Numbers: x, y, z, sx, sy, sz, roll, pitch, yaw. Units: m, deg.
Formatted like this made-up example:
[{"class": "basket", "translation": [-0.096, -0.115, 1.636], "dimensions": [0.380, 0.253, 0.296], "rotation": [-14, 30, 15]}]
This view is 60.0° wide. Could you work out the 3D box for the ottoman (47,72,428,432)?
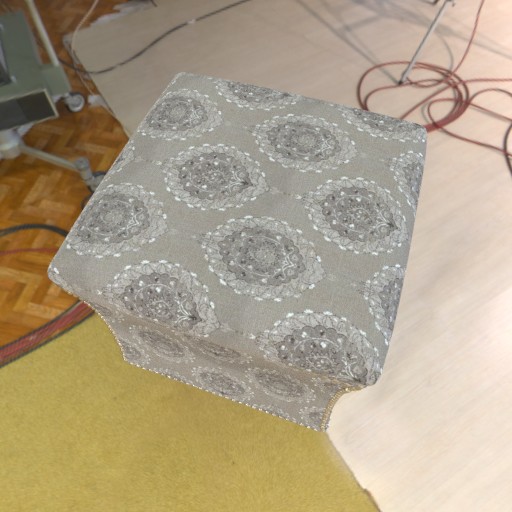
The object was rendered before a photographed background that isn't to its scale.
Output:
[{"class": "ottoman", "translation": [0.000, 0.000, 0.881], "dimensions": [0.507, 0.473, 0.497], "rotation": [17, 61, 10]}]
